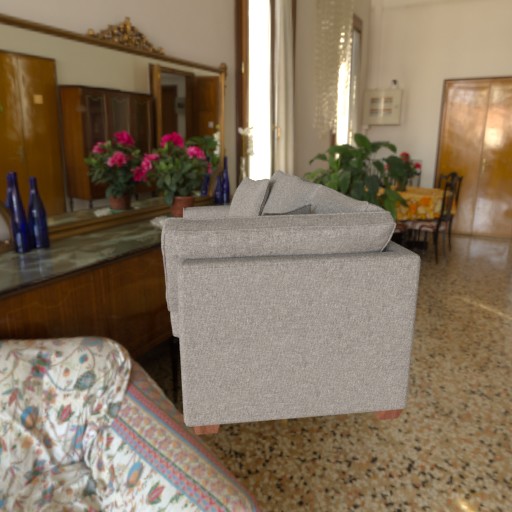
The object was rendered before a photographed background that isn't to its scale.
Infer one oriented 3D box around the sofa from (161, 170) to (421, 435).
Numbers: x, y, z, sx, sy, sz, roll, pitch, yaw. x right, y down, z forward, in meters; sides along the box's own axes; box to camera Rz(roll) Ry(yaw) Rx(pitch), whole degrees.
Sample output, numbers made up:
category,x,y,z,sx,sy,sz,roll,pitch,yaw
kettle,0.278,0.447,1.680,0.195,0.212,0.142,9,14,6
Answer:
category,x,y,z,sx,sy,sz,roll,pitch,yaw
sofa,0.000,0.000,2.893,1.061,0.962,2.317,-2,15,-8
